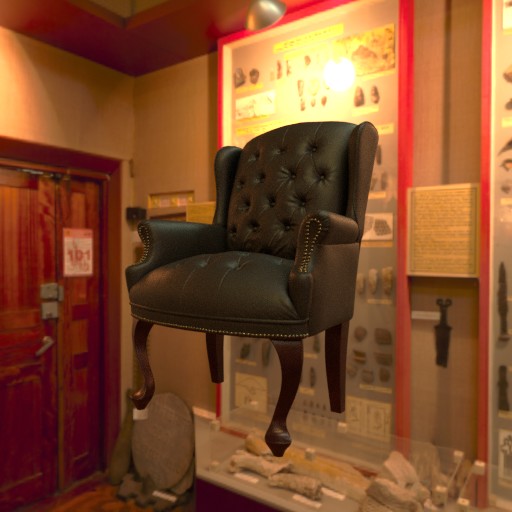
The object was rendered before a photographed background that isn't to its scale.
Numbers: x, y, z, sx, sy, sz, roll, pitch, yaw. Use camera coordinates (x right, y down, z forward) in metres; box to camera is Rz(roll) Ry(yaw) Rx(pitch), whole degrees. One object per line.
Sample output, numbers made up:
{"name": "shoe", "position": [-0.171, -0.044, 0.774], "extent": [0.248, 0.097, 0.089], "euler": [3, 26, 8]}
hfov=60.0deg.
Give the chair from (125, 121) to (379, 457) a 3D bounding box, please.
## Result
{"name": "chair", "position": [0.000, 0.000, 1.665], "extent": [0.838, 1.111, 0.762], "euler": [1, 1, 37]}
